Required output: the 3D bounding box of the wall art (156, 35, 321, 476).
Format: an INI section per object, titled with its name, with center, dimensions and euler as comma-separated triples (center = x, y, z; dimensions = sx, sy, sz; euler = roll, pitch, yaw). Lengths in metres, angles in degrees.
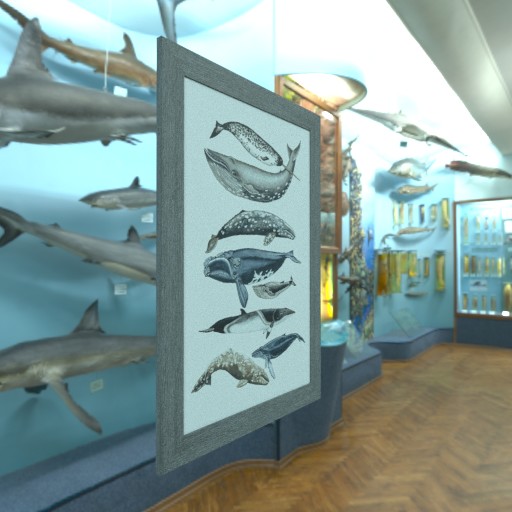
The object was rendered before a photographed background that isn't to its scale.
[wall art]
center = 0.000, 0.000, 1.385
dimensions = 0.020, 1.070, 0.768
euler = 0, -1, 38
